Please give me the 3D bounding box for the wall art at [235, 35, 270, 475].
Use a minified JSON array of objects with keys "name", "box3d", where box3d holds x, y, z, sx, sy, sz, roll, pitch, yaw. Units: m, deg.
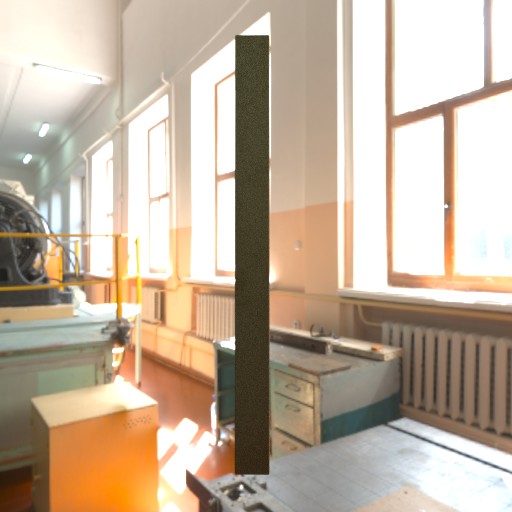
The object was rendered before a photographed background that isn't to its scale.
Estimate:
[{"name":"wall art","box3d":[0.000,0.000,0.760,0.040,0.506,0.503,0,-1,1]}]
